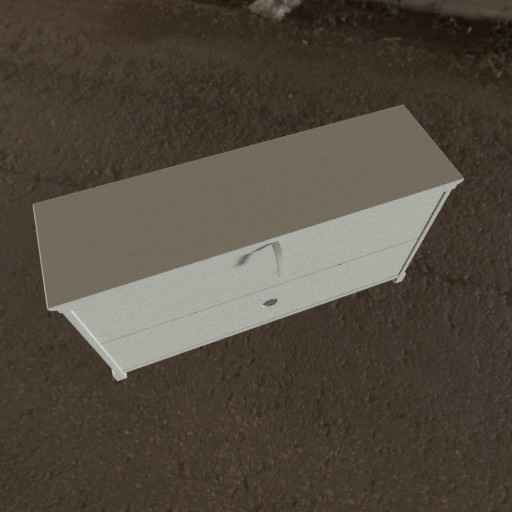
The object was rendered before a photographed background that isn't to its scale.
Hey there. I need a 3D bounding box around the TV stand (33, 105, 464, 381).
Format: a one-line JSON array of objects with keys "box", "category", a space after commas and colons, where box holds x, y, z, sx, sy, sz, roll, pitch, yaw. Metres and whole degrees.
[{"box": [0.000, 0.000, 1.517, 1.187, 0.624, 0.424, -18, 60, -11], "category": "TV stand"}]
